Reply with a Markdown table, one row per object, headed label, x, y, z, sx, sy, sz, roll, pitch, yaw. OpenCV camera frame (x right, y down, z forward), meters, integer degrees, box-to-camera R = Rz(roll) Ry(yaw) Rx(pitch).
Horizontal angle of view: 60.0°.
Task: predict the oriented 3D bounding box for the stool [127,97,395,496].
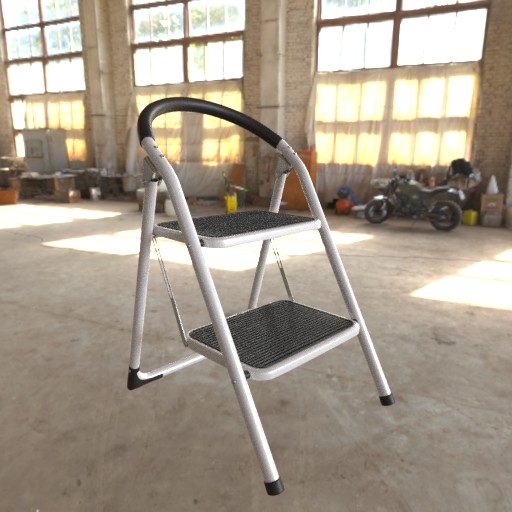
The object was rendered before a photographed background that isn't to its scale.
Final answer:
| label | x | y | z | sx | sy | sz | roll | pitch | yaw |
| --- | --- | --- | --- | --- | --- | --- | --- | --- | --- |
| stool | 0.000 | 0.000 | 1.066 | 0.453 | 0.760 | 0.559 | -13 | 19 | -43 |
